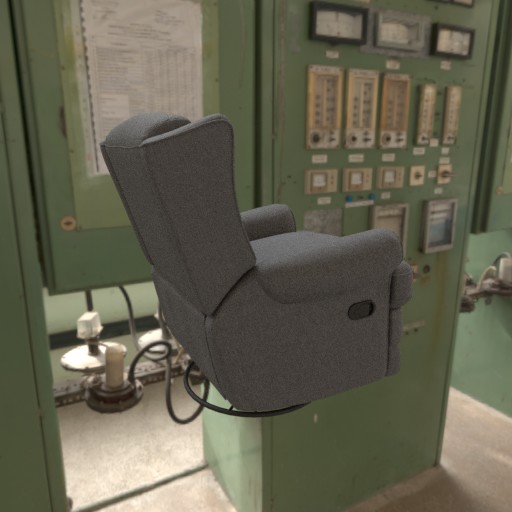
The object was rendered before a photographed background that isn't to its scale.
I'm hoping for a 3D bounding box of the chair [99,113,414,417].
[{"bbox_3d":[0.000,0.000,1.679,0.969,1.011,0.847,-8,16,-27],"label":"chair"}]
